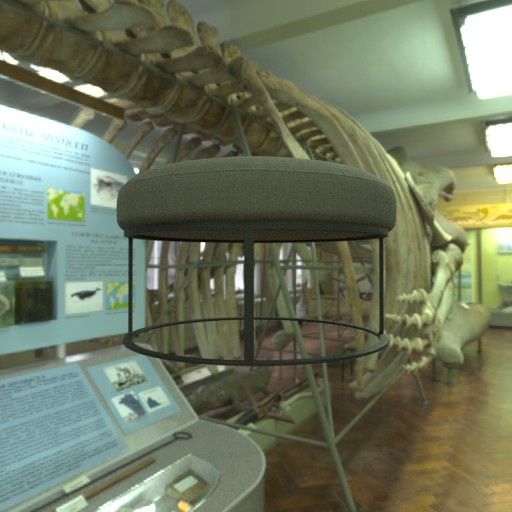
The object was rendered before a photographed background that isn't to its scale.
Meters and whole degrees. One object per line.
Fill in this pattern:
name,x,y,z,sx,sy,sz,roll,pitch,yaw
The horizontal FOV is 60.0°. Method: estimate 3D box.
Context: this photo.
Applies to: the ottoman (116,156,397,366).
ottoman,0.000,0.000,1.278,0.772,0.460,0.772,0,-1,0
